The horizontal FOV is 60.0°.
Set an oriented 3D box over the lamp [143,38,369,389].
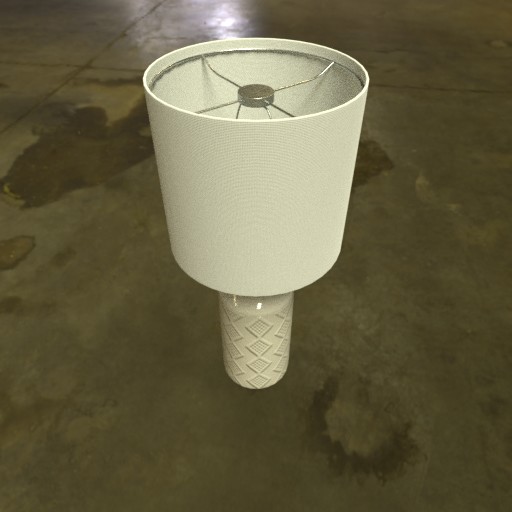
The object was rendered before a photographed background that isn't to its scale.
[{"bbox_3d":[0.000,0.000,0.565,0.207,0.461,0.207,-26,48,-26],"label":"lamp"}]
